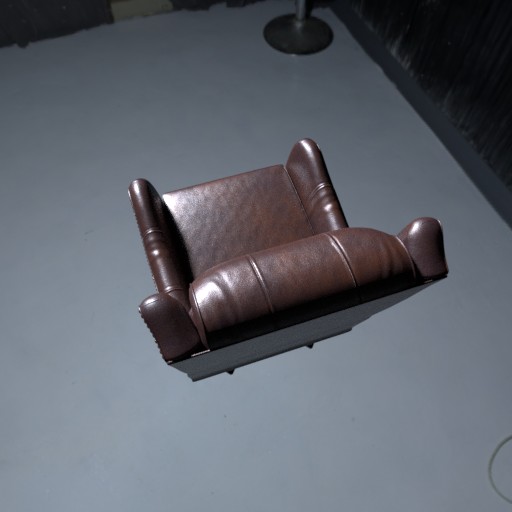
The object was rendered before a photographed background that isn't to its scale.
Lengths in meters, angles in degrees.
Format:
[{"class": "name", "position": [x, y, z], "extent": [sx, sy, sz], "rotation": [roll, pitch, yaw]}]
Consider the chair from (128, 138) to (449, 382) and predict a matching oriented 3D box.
[{"class": "chair", "position": [0.000, 0.000, 1.816], "extent": [0.869, 1.084, 1.008], "rotation": [-16, 60, -9]}]
